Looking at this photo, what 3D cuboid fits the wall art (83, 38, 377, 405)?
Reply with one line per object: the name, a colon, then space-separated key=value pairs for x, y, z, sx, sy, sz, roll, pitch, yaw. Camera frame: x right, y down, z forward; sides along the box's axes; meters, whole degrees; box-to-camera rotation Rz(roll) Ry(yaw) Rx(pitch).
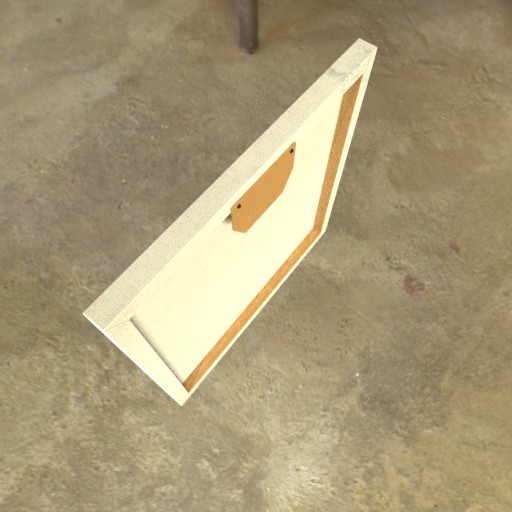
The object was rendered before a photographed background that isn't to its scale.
wall art: x=0.000 y=0.000 z=0.889 sx=0.044 sy=0.605 sz=0.605 roll=35 pitch=69 yaw=16
